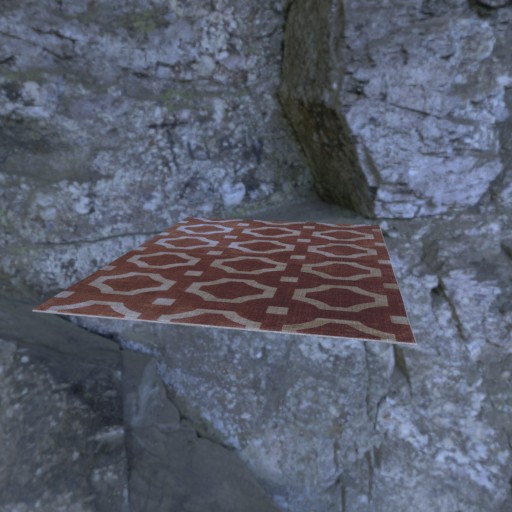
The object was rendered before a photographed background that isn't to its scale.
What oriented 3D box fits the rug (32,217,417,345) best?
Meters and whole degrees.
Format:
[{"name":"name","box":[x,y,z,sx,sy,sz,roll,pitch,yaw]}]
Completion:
[{"name":"rug","box":[0.000,0.000,4.170,2.466,0.021,3.049,3,17,11]}]
